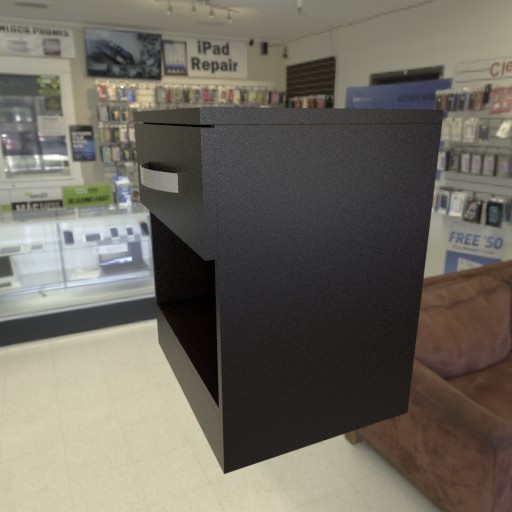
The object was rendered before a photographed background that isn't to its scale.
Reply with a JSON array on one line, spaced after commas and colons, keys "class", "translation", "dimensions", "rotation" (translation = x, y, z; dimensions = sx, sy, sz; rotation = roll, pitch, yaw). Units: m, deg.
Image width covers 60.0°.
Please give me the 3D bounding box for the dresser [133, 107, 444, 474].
[{"class": "dresser", "translation": [0.000, 0.000, 0.754], "dimensions": [0.360, 0.470, 0.400], "rotation": [-8, 19, -23]}]
